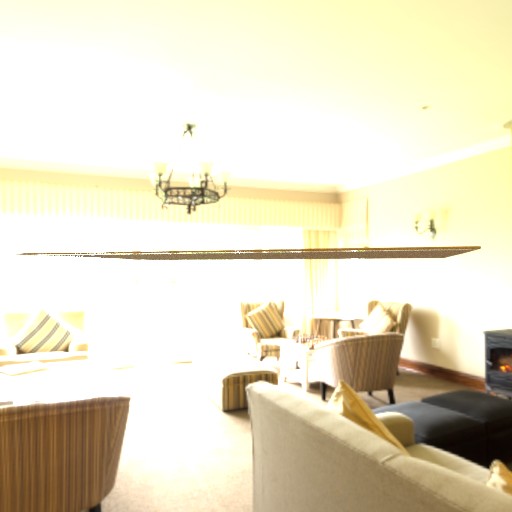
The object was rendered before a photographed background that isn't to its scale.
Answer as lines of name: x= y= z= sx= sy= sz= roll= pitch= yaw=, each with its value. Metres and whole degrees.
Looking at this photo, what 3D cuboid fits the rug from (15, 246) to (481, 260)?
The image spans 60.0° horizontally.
rug: x=0.000 y=0.000 z=2.918 sx=2.438 sy=0.014 sz=1.524 roll=-1 pitch=-2 yaw=18
